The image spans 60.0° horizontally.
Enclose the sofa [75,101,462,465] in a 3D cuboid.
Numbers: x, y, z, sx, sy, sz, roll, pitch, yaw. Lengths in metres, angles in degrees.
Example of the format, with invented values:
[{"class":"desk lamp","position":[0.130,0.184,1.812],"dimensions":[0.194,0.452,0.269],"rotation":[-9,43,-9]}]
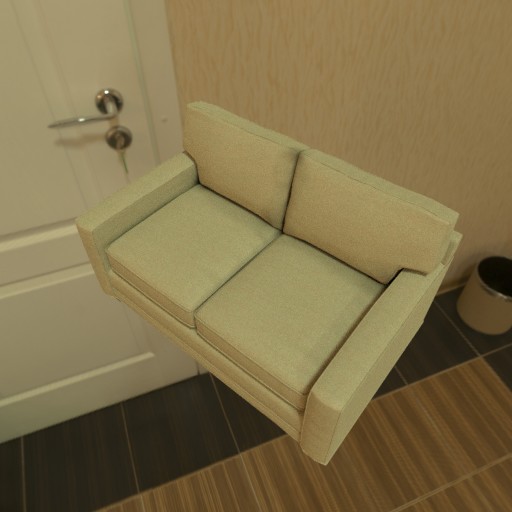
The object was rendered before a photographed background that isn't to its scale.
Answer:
[{"class":"sofa","position":[0.000,0.000,2.095],"dimensions":[1.484,0.853,0.942],"rotation":[31,54,26]}]
